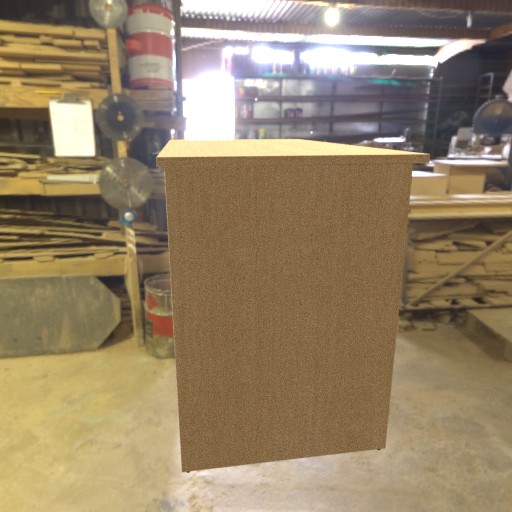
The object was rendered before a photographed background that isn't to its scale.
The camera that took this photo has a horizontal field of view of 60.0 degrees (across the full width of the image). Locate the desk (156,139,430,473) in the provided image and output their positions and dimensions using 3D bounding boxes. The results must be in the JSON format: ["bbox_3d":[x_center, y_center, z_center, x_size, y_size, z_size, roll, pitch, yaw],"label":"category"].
[{"bbox_3d":[0.000,0.000,1.505,0.560,0.735,1.097,-3,17,-9],"label":"desk"}]
